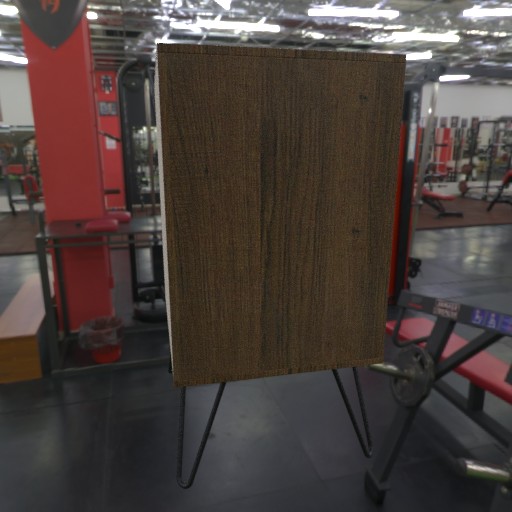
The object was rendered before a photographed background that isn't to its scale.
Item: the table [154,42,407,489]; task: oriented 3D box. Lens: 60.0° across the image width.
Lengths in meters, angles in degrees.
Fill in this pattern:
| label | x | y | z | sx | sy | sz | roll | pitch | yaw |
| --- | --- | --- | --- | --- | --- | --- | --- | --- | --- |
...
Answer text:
| label | x | y | z | sx | sy | sz | roll | pitch | yaw |
| --- | --- | --- | --- | --- | --- | --- | --- | --- | --- |
| table | 0.000 | 0.000 | 1.116 | 0.457 | 0.866 | 0.526 | -3 | 15 | -13 |
